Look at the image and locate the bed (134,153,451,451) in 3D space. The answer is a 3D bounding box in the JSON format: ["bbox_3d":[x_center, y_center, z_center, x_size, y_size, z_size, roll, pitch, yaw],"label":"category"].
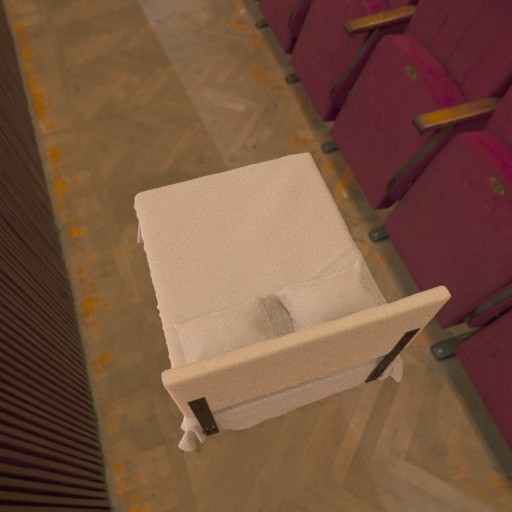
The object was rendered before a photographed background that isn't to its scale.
[{"bbox_3d":[0.000,0.000,3.484,1.936,1.577,2.222,-15,60,-9],"label":"bed"}]
